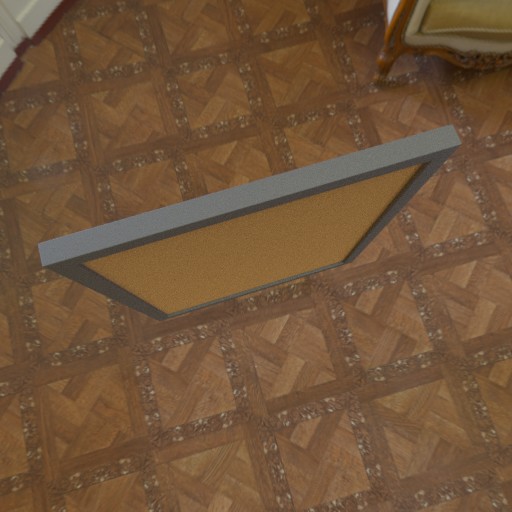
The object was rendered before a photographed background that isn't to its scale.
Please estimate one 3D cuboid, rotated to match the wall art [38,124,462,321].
[{"bbox_3d":[0.000,0.000,0.736,0.458,0.558,0.029,-17,77,-4],"label":"wall art"}]
